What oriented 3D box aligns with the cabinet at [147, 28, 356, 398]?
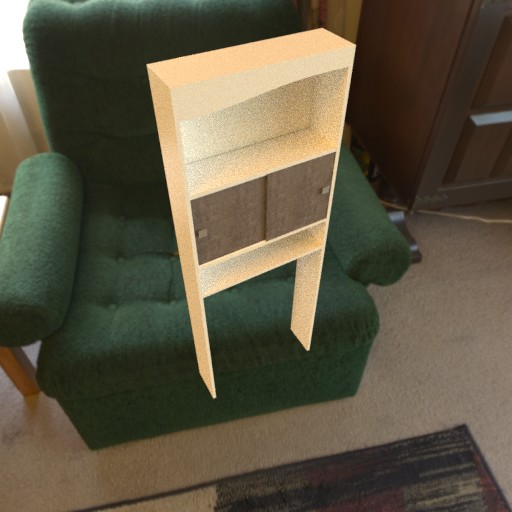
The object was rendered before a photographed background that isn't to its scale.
[{"bbox_3d":[0.000,0.000,2.004,0.643,1.770,0.192,-22,49,-20],"label":"cabinet"}]
